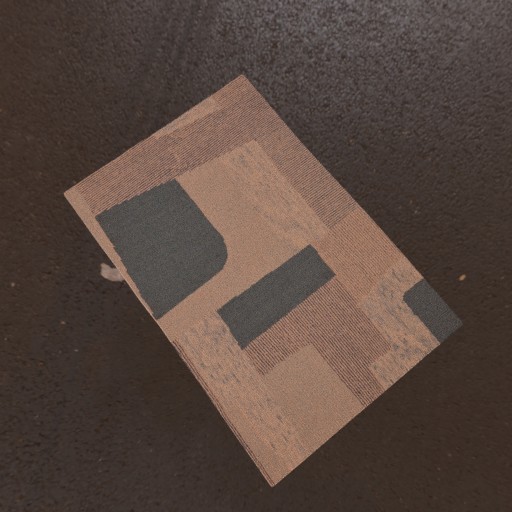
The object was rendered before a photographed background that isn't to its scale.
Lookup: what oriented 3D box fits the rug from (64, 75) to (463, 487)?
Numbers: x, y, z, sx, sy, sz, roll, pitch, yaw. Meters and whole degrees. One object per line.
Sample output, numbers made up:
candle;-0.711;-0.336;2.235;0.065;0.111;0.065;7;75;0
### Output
rug;0.000;0.000;2.335;1.238;0.020;1.847;-37;78;-9
